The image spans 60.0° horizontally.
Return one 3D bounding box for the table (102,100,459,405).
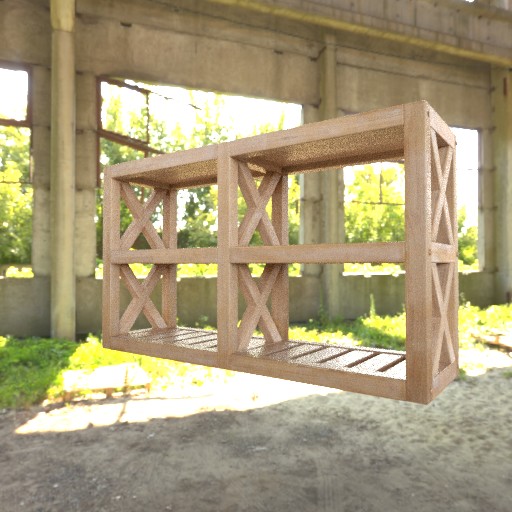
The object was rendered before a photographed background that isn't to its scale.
[{"bbox_3d":[0.000,0.000,1.634,1.320,0.762,0.381,-1,-2,35],"label":"table"}]
